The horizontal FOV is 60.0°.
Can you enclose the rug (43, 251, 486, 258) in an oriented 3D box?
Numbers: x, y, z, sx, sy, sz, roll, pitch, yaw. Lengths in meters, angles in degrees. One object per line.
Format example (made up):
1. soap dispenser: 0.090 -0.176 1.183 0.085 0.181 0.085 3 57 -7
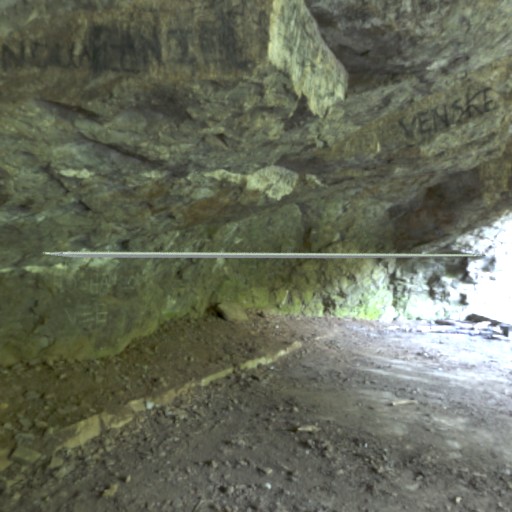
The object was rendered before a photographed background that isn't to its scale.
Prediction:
1. rug: 0.000 0.000 3.052 2.486 0.013 1.548 0 -1 -18
